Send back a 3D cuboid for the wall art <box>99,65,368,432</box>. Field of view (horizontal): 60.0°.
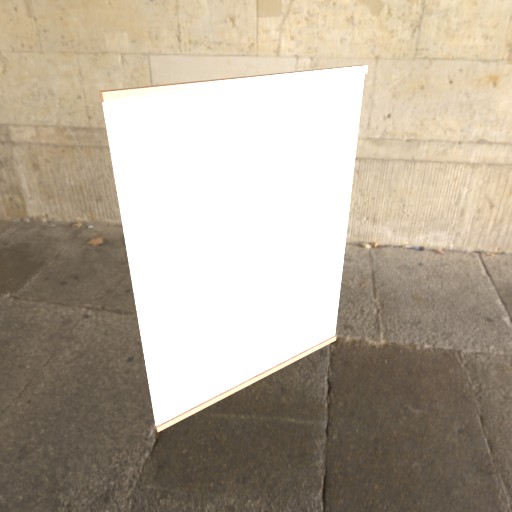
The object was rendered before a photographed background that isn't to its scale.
[{"bbox_3d":[0.000,0.000,0.801,0.459,0.608,0.012,-19,35,-30],"label":"wall art"}]
